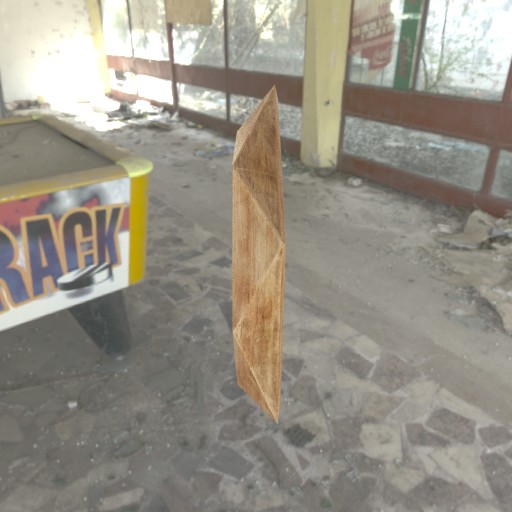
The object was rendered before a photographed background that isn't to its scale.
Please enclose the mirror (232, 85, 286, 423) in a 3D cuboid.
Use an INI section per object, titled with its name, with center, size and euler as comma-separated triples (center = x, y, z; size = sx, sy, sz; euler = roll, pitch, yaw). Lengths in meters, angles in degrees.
[mirror]
center = 0.000, 0.000, 1.075
size = 0.091, 0.779, 0.675
euler = 0, 27, 0
